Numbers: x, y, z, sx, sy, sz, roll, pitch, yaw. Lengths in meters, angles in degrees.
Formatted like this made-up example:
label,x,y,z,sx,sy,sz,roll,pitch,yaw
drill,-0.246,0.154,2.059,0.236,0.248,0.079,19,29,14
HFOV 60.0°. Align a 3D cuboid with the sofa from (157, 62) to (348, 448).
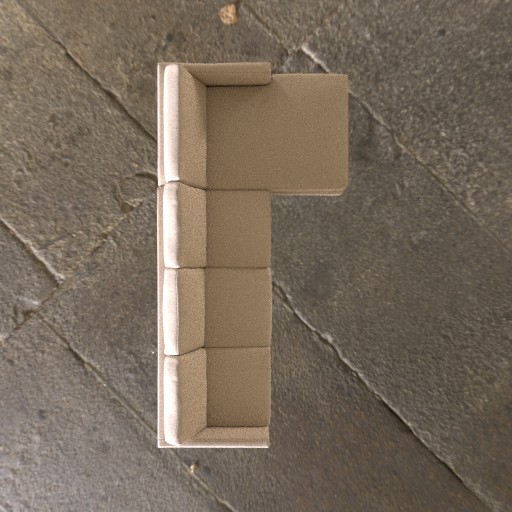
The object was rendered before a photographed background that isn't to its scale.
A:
label,x,y,z,sx,sy,sz,roll,pitch,yaw
sofa,0.000,0.000,3.873,1.625,0.861,3.186,0,91,1
